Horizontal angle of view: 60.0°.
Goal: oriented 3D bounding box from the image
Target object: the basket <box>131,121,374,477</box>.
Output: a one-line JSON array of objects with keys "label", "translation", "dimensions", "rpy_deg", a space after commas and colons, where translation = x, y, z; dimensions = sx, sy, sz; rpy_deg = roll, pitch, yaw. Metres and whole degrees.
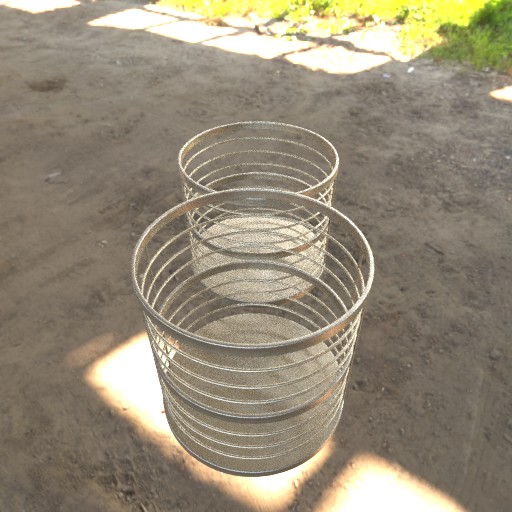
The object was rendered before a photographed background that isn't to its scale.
[{"label": "basket", "translation": [0.000, 0.000, 0.921], "dimensions": [0.356, 0.351, 0.746], "rpy_deg": [1, 40, 1]}]
